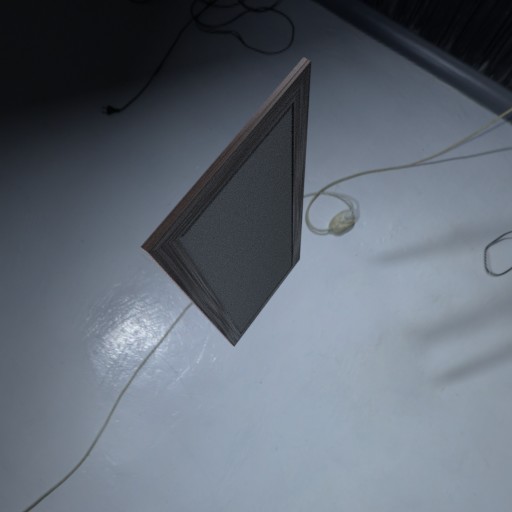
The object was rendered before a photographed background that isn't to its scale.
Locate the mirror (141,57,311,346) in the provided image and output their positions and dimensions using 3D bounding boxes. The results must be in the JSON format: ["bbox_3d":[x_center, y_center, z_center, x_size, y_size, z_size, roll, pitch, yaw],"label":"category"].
[{"bbox_3d":[0.000,0.000,2.314,0.221,2.020,0.812,36,77,9],"label":"mirror"}]
